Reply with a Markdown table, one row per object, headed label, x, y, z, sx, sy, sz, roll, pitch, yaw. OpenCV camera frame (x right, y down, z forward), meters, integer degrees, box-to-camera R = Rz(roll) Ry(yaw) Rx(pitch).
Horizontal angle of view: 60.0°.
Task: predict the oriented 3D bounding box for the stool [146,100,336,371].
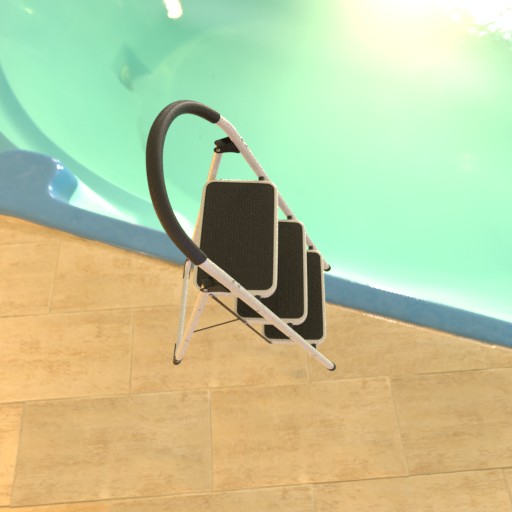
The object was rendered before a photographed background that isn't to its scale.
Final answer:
| label | x | y | z | sx | sy | sz | roll | pitch | yaw |
| --- | --- | --- | --- | --- | --- | --- | --- | --- | --- |
| stool | 0.000 | 0.000 | 1.458 | 0.676 | 1.109 | 0.485 | 2 | 63 | 1 |
